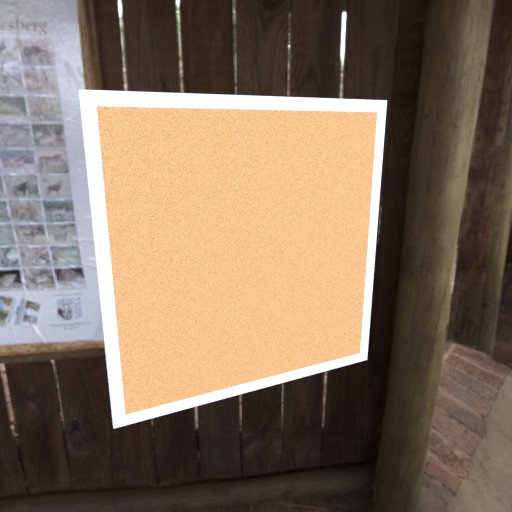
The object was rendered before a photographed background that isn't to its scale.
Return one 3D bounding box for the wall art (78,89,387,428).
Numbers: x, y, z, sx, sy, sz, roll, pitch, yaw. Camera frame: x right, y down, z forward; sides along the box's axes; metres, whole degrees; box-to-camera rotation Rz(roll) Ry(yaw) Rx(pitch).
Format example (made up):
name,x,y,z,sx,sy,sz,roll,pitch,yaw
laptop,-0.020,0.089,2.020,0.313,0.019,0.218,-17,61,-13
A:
name,x,y,z,sx,sy,sz,roll,pitch,yaw
wall art,0.000,0.000,0.821,0.558,0.559,0.009,-8,18,-25
